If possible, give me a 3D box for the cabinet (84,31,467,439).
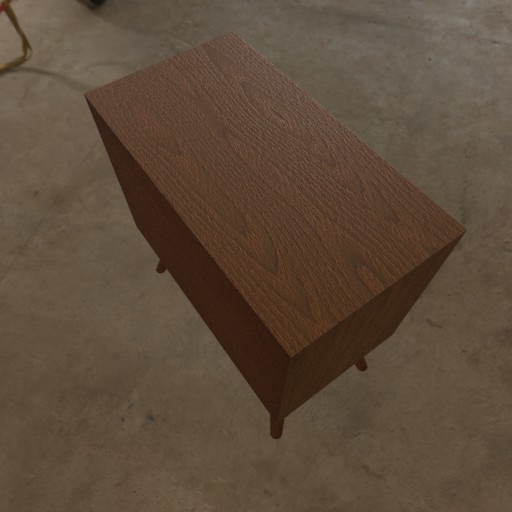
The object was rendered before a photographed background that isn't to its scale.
[{"bbox_3d":[0.000,0.000,1.166,0.388,0.748,0.712,-32,64,-18],"label":"cabinet"}]
